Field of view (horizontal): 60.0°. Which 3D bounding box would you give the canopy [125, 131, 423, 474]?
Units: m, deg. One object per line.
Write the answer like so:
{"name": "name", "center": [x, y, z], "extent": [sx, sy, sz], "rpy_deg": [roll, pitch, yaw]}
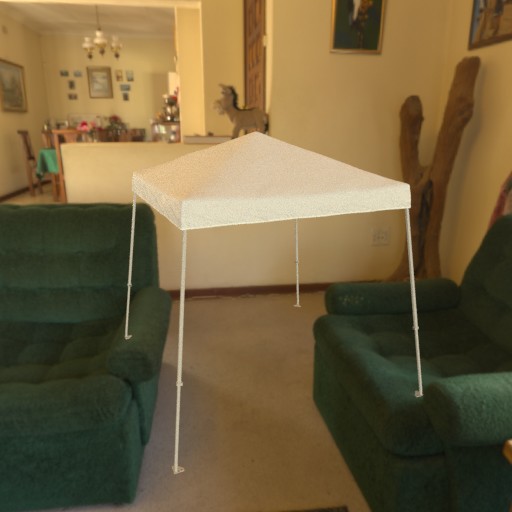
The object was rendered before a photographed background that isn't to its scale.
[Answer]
{"name": "canopy", "center": [0.000, 0.000, 6.659], "extent": [3.599, 3.600, 3.600], "rpy_deg": [-7, 18, -23]}
